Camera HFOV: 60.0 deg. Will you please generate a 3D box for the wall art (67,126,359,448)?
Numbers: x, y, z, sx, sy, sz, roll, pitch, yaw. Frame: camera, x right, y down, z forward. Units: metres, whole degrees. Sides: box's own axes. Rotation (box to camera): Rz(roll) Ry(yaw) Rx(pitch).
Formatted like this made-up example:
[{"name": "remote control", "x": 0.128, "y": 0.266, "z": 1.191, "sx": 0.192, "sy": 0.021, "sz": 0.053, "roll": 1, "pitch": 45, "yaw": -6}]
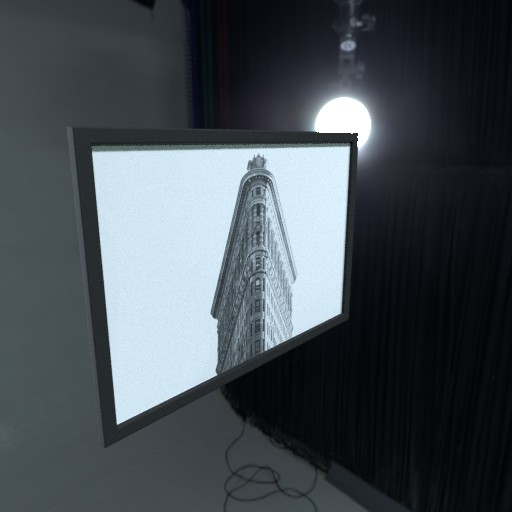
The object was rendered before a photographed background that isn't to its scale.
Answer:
[{"name": "wall art", "x": 0.000, "y": 0.000, "z": 1.208, "sx": 0.049, "sy": 0.659, "sz": 0.964, "roll": 14, "pitch": 20, "yaw": 43}]
